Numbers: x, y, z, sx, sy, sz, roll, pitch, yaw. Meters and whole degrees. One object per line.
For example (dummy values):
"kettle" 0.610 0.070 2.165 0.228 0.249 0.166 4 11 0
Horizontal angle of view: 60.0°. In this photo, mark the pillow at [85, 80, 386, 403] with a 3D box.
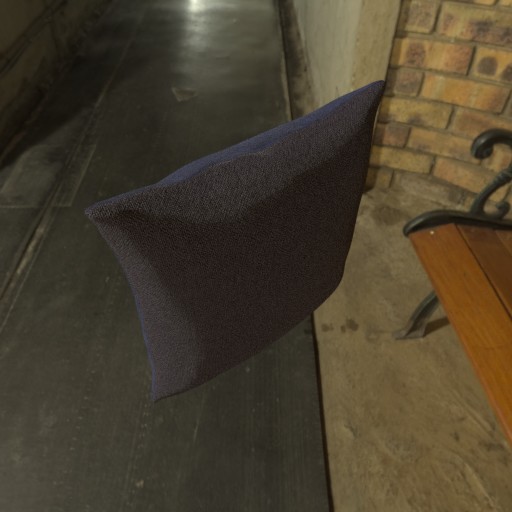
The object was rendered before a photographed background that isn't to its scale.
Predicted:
"pillow" 0.000 0.000 0.692 0.452 0.439 0.204 -30 54 -25
